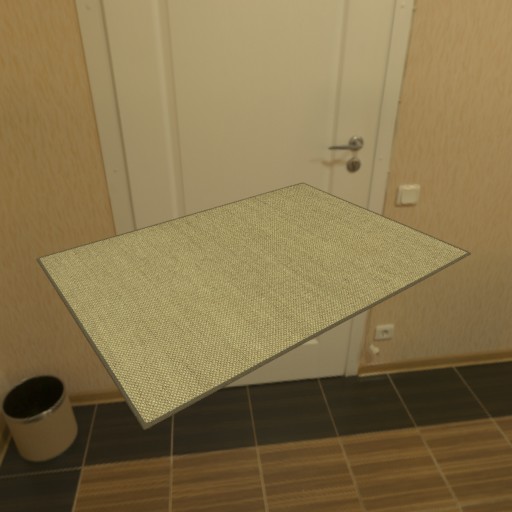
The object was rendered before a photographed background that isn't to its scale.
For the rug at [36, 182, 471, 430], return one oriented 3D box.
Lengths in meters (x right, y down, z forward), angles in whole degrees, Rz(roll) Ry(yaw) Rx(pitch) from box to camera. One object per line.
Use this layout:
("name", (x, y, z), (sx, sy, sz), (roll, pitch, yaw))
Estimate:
("rug", (0.000, 0.000, 2.657), (2.133, 0.012, 1.523), (-20, 36, -31))
